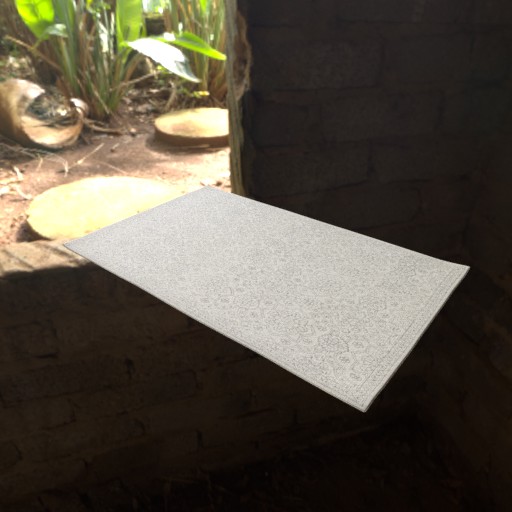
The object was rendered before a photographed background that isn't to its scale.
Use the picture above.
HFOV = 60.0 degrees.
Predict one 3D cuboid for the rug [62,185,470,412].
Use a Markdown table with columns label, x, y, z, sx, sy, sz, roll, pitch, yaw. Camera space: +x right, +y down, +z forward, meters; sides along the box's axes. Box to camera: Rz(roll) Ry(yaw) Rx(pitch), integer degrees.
| label | x | y | z | sx | sy | sz | roll | pitch | yaw |
| --- | --- | --- | --- | --- | --- | --- | --- | --- | --- |
| rug | 0.000 | 0.000 | 2.468 | 1.947 | 0.023 | 1.214 | 22 | 37 | 33 |
